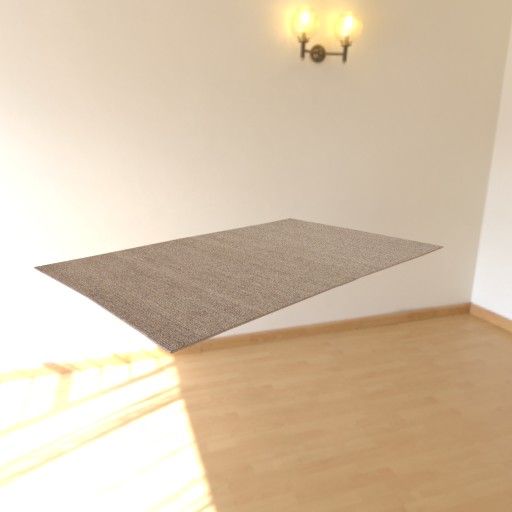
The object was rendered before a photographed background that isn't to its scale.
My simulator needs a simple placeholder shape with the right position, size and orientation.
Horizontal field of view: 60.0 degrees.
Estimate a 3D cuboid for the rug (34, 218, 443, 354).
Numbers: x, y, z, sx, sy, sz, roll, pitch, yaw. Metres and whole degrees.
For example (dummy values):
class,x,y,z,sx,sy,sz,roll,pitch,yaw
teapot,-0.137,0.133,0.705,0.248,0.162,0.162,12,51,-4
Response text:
class,x,y,z,sx,sy,sz,roll,pitch,yaw
rug,0.000,0.000,2.272,1.792,0.021,1.154,-14,21,-41
